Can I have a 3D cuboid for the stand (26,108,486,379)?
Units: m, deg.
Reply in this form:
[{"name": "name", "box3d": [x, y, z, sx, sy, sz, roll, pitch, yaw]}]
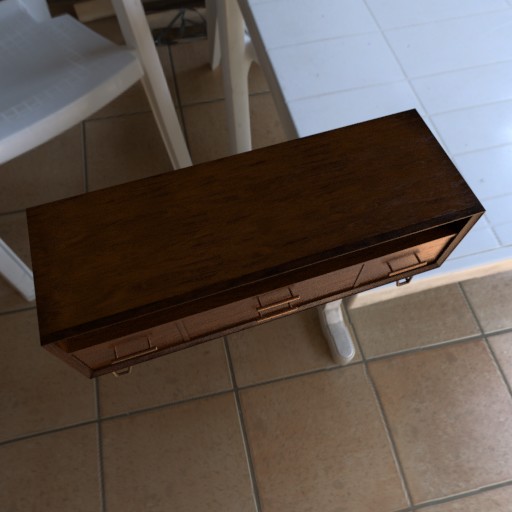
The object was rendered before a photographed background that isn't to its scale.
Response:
[{"name": "stand", "box3d": [0.000, 0.000, 1.663, 1.372, 0.610, 0.481, -16, 63, -9]}]
